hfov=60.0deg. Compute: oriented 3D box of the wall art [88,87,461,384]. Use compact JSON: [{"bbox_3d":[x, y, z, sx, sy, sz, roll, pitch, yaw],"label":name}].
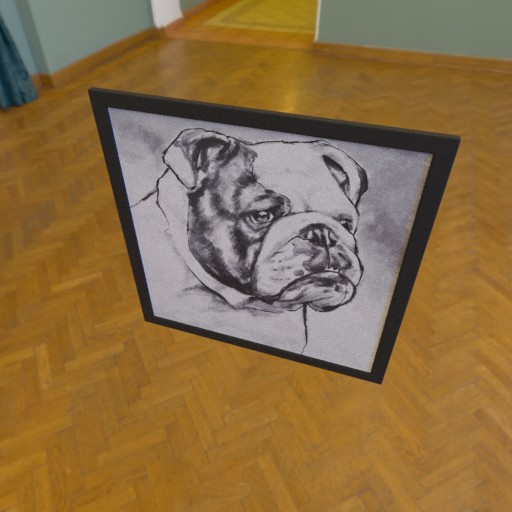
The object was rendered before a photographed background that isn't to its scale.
[{"bbox_3d":[0.000,0.000,0.825,0.562,0.558,0.012,12,42,14],"label":"wall art"}]
